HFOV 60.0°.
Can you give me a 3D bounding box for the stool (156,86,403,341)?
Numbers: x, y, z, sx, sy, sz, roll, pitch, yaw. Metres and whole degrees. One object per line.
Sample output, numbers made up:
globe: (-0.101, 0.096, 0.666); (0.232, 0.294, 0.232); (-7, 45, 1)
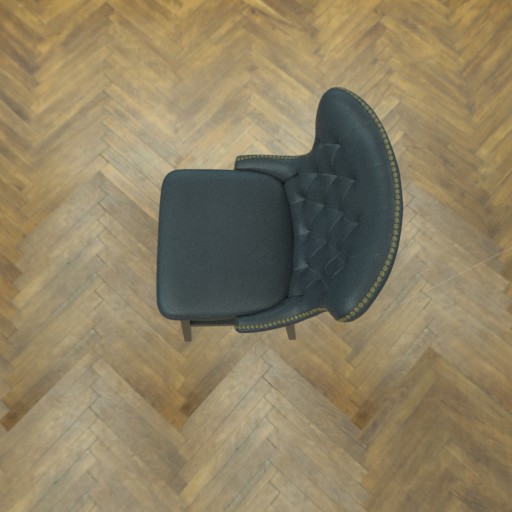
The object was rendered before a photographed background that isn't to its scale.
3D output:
stool: (0.000, 0.000, 1.394); (0.601, 1.050, 0.528); (-1, 75, 0)
